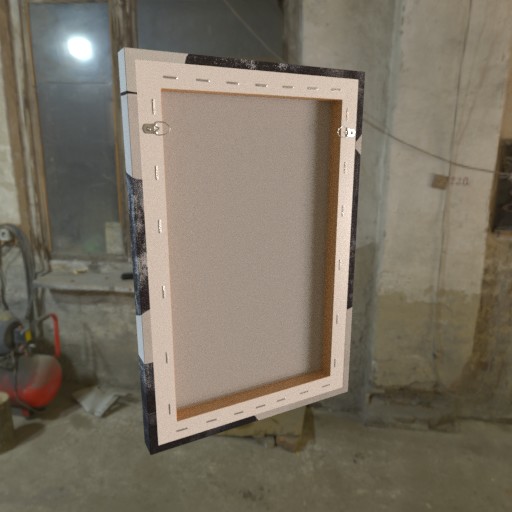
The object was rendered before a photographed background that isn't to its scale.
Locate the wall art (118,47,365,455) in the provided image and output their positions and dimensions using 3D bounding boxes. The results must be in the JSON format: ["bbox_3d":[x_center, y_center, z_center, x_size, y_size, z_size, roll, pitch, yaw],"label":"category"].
[{"bbox_3d":[0.000,0.000,0.753,0.407,0.610,0.039,-7,16,-27],"label":"wall art"}]
